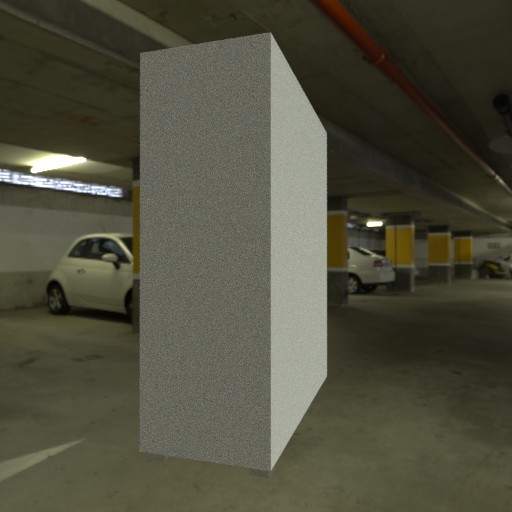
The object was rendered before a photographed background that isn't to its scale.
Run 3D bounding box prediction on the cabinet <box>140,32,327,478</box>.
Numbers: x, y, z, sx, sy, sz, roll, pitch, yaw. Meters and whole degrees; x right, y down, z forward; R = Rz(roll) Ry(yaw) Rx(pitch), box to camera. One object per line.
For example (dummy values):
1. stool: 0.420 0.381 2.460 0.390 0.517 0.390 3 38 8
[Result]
1. cabinet: 0.000 0.000 1.719 0.400 1.190 1.000 0 0 18
